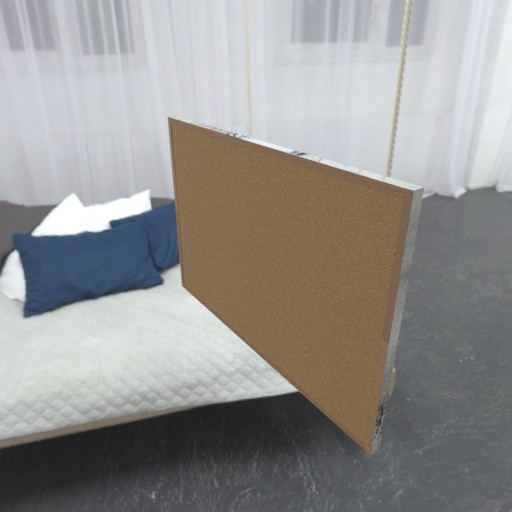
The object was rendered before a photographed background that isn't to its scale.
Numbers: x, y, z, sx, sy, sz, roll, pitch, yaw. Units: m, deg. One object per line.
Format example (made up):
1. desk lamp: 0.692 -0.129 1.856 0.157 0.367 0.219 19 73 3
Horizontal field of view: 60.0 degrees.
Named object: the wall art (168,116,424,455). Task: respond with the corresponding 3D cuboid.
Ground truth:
1. wall art: 0.000 0.000 1.480 0.035 0.758 1.141 -17 31 -31
